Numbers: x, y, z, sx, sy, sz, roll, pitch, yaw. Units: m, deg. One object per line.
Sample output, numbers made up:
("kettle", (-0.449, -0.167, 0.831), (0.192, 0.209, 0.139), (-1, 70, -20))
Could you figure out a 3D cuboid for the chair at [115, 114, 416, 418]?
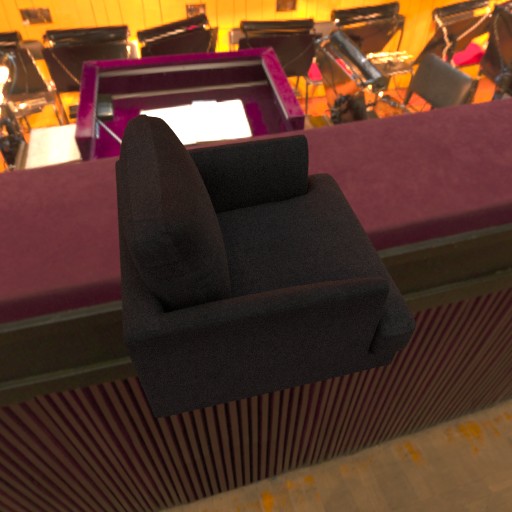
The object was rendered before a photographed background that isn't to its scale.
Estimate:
("chair", (0.000, 0.000, 1.632), (0.899, 0.957, 0.858), (-10, 49, -9))
